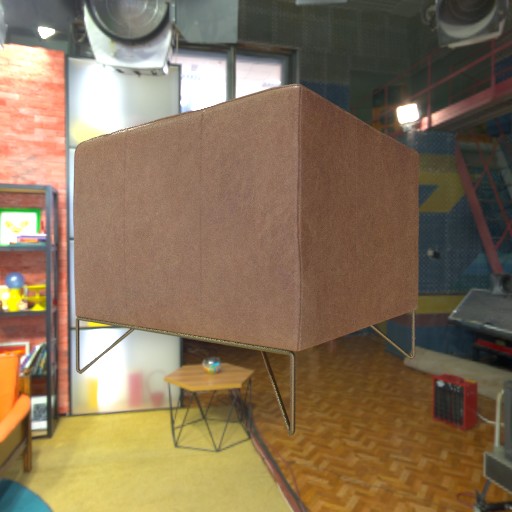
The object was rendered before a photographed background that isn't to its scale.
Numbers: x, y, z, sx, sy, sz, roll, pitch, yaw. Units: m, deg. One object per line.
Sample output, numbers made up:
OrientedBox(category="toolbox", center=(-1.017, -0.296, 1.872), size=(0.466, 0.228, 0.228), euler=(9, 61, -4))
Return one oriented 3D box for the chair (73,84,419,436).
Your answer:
OrientedBox(category="chair", center=(0.000, 0.000, 1.602), size=(0.912, 0.797, 0.920), euler=(1, 1, 36))
